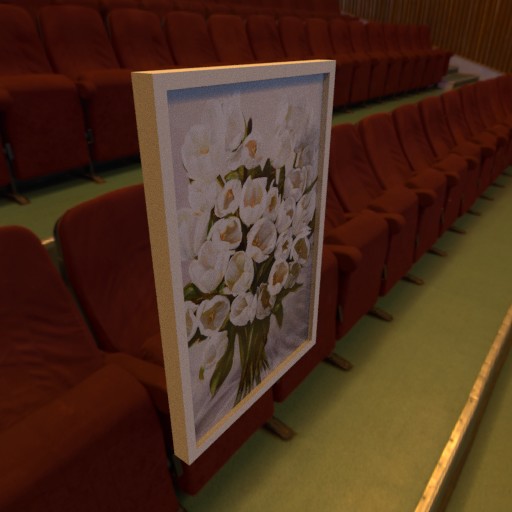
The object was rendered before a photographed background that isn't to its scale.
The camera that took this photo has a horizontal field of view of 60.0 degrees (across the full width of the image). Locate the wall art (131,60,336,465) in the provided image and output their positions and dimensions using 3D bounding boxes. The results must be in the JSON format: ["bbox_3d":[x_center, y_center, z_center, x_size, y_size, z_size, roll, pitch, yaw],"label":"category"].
[{"bbox_3d":[0.000,0.000,0.540,0.025,0.428,0.293,18,32,33],"label":"wall art"}]
